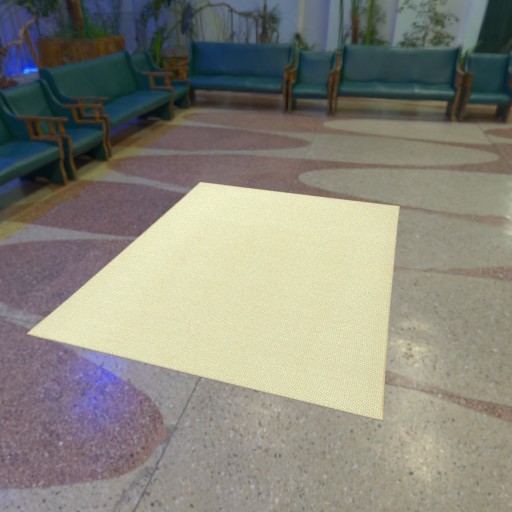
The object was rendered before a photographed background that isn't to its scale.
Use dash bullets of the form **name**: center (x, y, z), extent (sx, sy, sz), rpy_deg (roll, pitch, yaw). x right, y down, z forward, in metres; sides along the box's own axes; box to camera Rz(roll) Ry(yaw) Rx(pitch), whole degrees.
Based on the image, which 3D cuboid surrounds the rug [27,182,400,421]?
- **rug**: center (0.000, 0.000, 4.066), extent (2.462, 0.018, 3.039), rpy_deg (9, 32, 15)
